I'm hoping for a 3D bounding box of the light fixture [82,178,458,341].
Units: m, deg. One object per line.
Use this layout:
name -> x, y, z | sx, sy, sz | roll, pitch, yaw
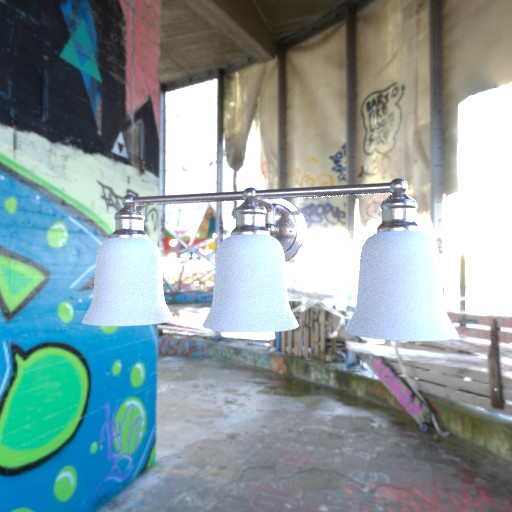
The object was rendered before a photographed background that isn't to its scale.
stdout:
light fixture -> 0.000, 0.000, 0.693 | 0.570, 0.211, 0.198 | 0, -1, 18
